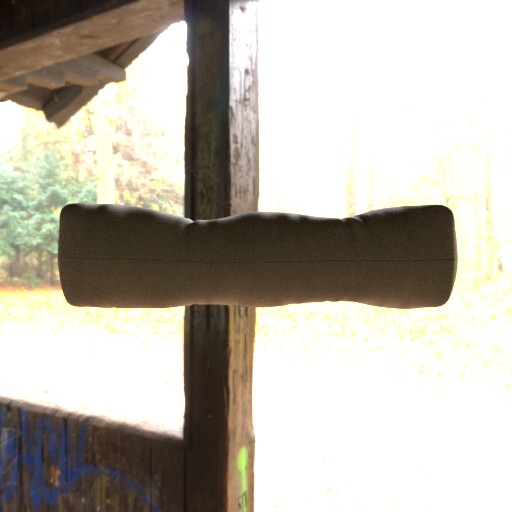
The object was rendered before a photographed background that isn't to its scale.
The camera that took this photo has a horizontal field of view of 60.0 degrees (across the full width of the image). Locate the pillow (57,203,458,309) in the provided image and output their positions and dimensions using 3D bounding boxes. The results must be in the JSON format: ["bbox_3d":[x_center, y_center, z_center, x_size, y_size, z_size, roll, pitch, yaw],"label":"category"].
[{"bbox_3d":[0.000,0.000,0.727,0.468,0.128,0.490,0,0,0],"label":"pillow"}]
